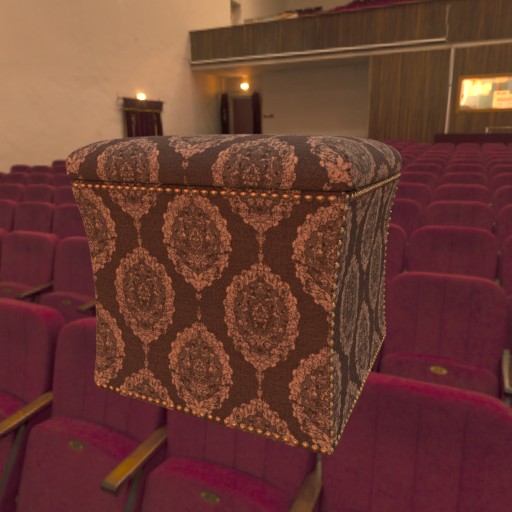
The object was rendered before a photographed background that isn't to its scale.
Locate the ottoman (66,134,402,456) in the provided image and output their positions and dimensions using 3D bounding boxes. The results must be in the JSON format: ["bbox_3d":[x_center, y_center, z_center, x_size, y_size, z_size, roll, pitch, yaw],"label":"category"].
[{"bbox_3d":[0.000,0.000,0.896,0.497,0.475,0.507,7,16,24],"label":"ottoman"}]
